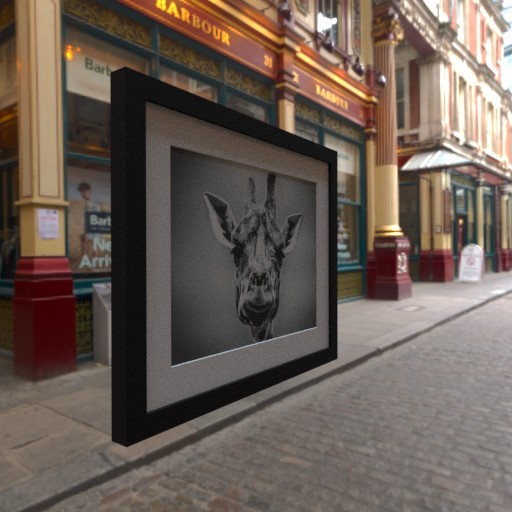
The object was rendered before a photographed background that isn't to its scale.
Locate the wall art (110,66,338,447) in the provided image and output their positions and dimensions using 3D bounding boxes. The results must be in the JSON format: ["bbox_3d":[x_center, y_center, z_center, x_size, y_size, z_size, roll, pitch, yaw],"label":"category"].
[{"bbox_3d":[0.000,0.000,0.763,0.031,0.457,0.558,0,0,37],"label":"wall art"}]
